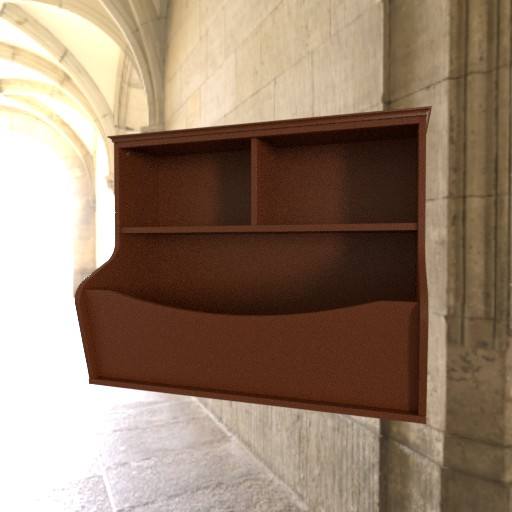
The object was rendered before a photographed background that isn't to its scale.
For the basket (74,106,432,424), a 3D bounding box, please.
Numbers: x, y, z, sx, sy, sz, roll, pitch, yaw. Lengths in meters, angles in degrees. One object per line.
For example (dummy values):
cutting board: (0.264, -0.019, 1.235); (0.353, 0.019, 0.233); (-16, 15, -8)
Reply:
basket: (0.000, 0.000, 1.086); (0.792, 0.625, 0.376); (0, 1, 18)
